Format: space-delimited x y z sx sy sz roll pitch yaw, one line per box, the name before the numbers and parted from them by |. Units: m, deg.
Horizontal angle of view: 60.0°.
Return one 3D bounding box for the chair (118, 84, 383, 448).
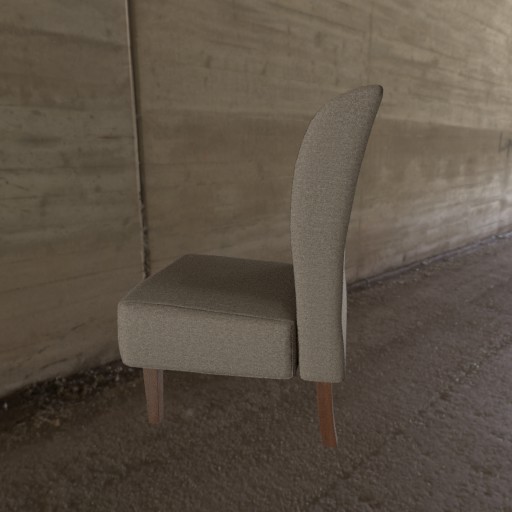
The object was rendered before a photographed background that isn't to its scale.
chair | 0.000 0.000 1.196 0.592 0.804 0.513 3 14 10
